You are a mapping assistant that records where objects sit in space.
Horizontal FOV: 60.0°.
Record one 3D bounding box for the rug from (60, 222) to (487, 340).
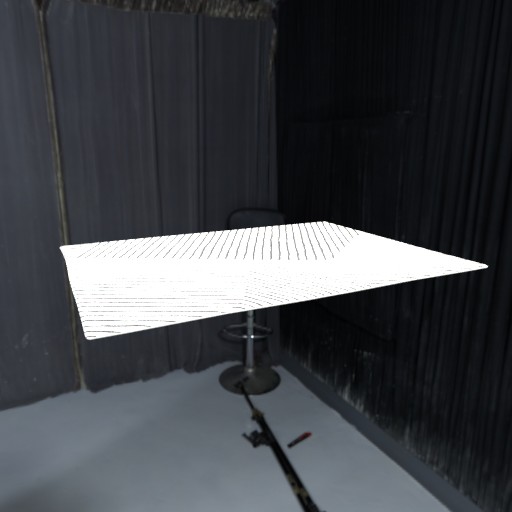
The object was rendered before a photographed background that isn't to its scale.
[{"bbox_3d":[0.000,0.000,3.120,2.449,0.028,1.829,-7,16,-26],"label":"rug"}]
